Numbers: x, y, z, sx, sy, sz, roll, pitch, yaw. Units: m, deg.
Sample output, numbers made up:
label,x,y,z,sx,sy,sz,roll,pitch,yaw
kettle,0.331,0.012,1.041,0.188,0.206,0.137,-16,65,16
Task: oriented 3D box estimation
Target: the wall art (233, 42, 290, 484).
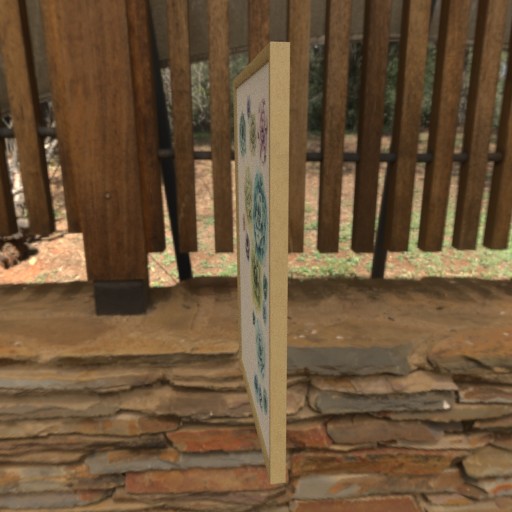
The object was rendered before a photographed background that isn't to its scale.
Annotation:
label,x,y,z,sx,sy,sz,roll,pitch,yaw
wall art,0.000,0.000,1.022,0.039,0.810,0.510,-2,15,-9
